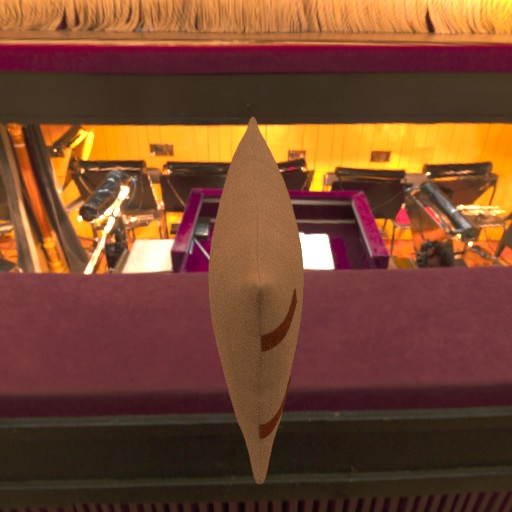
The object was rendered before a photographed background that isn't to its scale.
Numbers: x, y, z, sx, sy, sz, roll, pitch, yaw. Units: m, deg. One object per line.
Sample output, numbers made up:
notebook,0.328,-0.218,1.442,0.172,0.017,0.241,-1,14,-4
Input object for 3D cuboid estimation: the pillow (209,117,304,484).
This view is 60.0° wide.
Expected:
pillow,0.000,0.000,0.743,0.148,0.308,0.612,-1,32,-1
